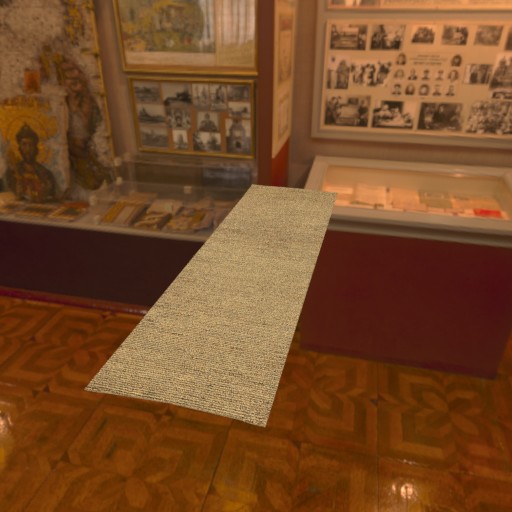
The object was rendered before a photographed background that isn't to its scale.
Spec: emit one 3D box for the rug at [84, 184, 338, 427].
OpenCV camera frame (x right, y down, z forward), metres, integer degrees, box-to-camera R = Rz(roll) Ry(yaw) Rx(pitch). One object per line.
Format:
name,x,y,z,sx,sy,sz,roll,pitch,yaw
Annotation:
rug,0.000,0.000,2.565,0.697,0.013,2.335,8,30,13
